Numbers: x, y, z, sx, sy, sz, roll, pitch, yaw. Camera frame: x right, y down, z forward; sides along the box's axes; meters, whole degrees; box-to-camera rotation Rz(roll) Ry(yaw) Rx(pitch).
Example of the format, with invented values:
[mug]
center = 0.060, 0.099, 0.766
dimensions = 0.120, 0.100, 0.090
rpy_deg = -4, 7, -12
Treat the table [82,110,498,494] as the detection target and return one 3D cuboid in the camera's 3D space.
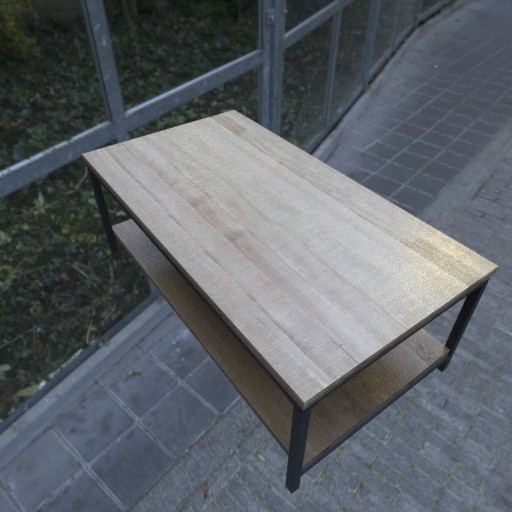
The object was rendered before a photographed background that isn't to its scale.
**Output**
[table]
center = 0.000, 0.000, 1.319
dimensions = 0.574, 0.393, 1.062
rpy_deg = -26, 47, -26
